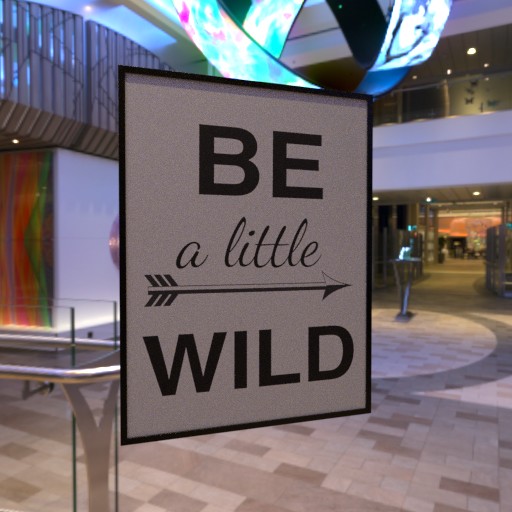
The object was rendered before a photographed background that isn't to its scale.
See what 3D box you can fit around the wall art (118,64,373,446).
[{"bbox_3d":[0.000,0.000,0.750,0.442,0.582,0.013,0,1,-18],"label":"wall art"}]
